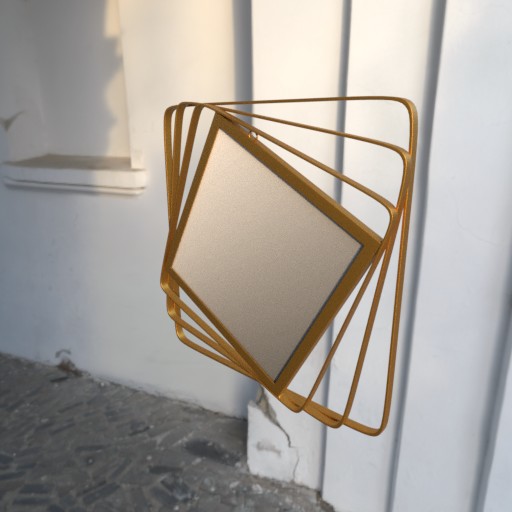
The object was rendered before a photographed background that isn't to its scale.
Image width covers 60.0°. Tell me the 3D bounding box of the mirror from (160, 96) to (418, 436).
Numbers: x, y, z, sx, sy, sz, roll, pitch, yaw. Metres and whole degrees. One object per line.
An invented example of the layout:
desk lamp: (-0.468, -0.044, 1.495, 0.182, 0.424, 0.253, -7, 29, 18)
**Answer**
mirror: (0.000, 0.000, 0.699, 0.470, 0.468, 0.045, 14, 22, 40)
